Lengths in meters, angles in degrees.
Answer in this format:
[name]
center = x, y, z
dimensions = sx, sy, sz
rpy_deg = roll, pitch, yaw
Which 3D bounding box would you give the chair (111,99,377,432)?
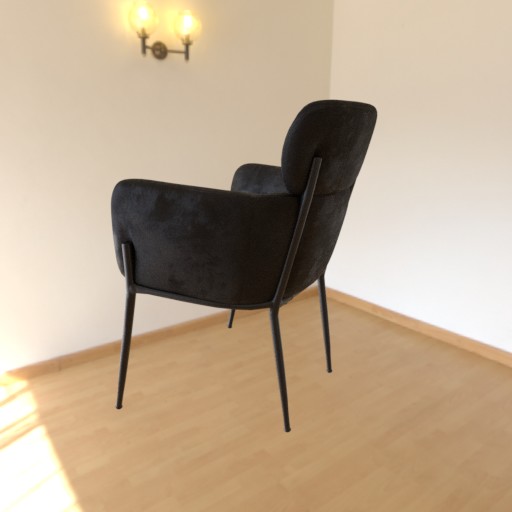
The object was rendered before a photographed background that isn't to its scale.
[chair]
center = 0.000, 0.000, 1.271
dimensions = 0.604, 0.818, 0.640
rpy_deg = 8, 18, 27
